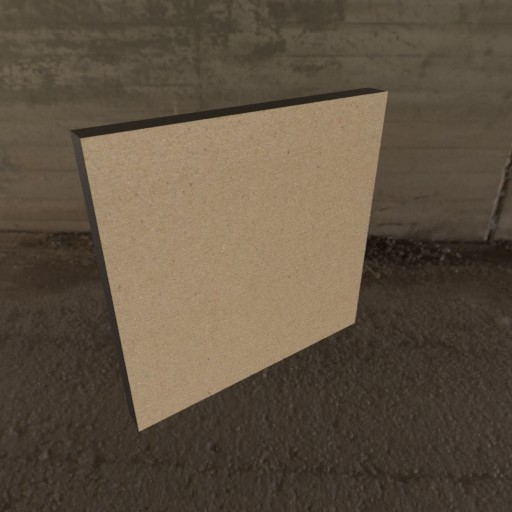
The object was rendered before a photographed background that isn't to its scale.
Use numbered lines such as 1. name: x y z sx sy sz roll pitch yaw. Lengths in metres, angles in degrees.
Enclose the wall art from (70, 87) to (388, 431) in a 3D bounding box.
1. wall art: 0.000 0.000 0.490 0.327 0.318 0.029 -19 35 -29
